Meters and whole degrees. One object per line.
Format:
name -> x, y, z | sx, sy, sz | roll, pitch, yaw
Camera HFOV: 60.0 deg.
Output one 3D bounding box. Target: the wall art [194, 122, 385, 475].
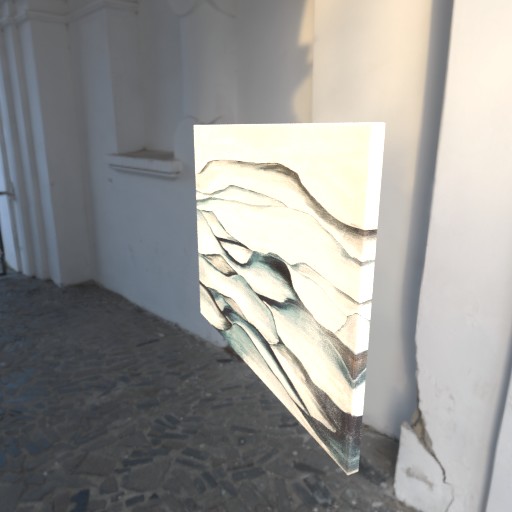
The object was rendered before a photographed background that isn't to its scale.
wall art -> 0.000, 0.000, 1.605 | 0.039, 0.915, 1.219 | -8, 18, -25
